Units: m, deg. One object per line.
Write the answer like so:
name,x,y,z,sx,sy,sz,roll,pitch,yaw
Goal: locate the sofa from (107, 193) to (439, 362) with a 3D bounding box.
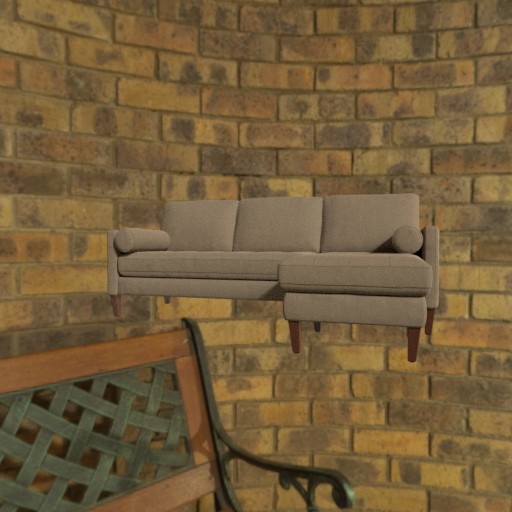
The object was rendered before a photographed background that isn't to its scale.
sofa,0.000,0.000,2.846,2.178,0.875,1.506,0,1,18
